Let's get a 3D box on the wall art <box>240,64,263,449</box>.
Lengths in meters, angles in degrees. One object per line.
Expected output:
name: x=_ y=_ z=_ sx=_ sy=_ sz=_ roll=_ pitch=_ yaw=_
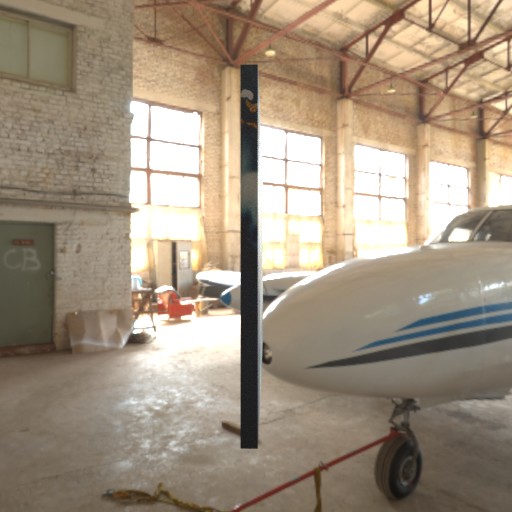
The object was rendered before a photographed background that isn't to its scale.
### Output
wall art: x=0.000 y=0.000 z=1.444 sx=0.035 sy=0.759 sz=1.138 roll=0 pitch=0 yaw=1
